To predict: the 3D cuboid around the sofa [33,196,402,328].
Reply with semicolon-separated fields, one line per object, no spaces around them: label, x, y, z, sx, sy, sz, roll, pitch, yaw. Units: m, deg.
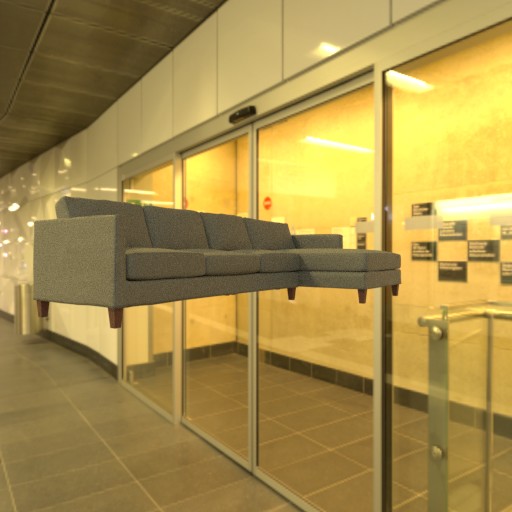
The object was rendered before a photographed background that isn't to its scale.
sofa;0.000;0.000;3.955;1.625;0.861;3.186;0;0;36
